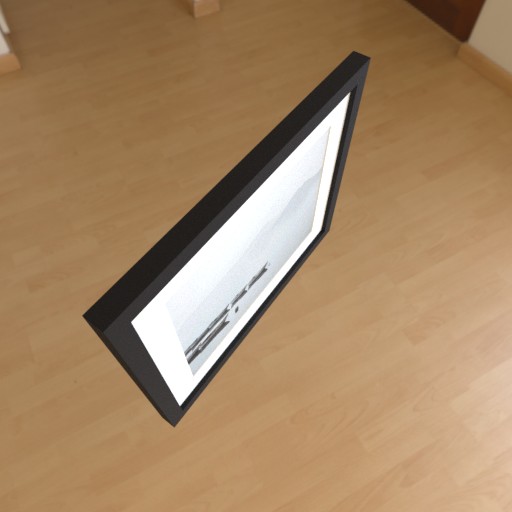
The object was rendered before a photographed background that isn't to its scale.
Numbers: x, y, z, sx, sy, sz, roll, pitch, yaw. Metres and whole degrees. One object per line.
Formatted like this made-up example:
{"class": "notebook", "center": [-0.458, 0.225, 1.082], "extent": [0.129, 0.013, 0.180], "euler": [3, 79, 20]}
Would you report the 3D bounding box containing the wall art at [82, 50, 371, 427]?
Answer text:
{"class": "wall art", "center": [0.000, 0.000, 0.754], "extent": [0.030, 0.454, 0.554], "euler": [32, 63, 18]}
